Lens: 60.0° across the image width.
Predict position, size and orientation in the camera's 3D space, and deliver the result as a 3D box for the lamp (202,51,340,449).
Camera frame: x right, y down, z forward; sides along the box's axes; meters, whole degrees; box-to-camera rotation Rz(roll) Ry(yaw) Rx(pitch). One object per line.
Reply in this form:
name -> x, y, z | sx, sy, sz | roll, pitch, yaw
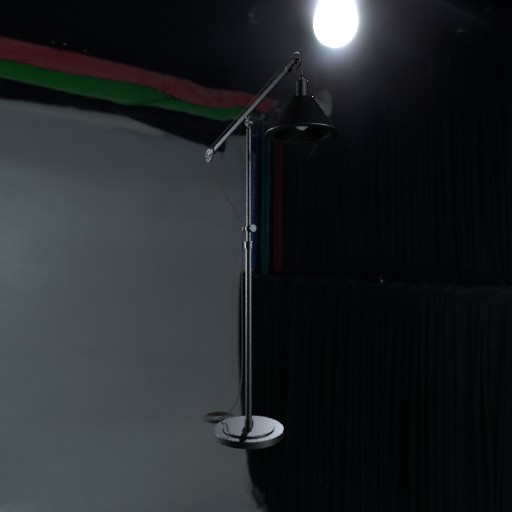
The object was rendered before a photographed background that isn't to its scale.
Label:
lamp -> 0.000, 0.000, 1.982 | 0.319, 1.626, 0.904 | 0, -1, -36
